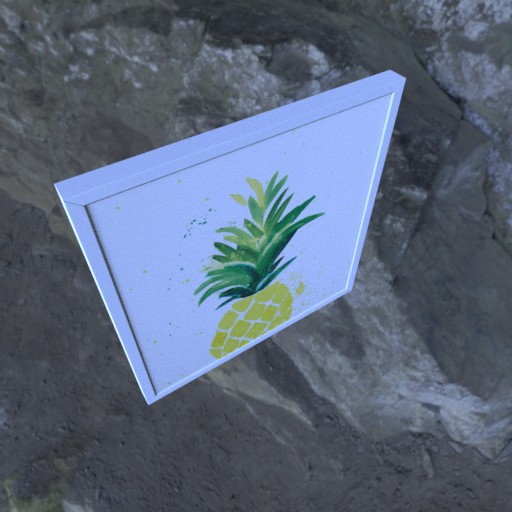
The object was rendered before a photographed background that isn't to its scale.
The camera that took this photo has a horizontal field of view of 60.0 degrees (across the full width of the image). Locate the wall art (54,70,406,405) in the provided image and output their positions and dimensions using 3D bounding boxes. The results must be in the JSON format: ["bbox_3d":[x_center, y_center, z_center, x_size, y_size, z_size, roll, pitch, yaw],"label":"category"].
[{"bbox_3d":[0.000,0.000,0.459,0.307,0.307,0.020,-26,52,-22],"label":"wall art"}]
